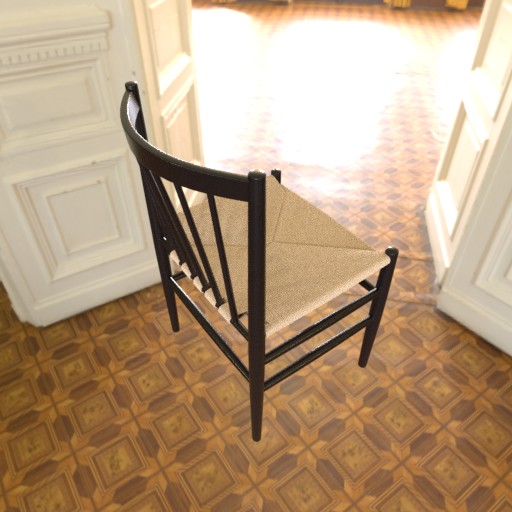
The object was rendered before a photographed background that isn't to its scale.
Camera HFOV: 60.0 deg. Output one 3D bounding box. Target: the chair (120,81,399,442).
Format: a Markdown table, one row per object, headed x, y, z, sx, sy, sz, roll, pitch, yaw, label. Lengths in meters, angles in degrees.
| x | y | z | sx | sy | sz | roll | pitch | yaw | label |
| --- | --- | --- | --- | --- | --- | --- | --- | --- | --- |
| 0.000 | 0.000 | 1.140 | 0.516 | 0.818 | 0.495 | -25 | 47 | -26 | chair |
